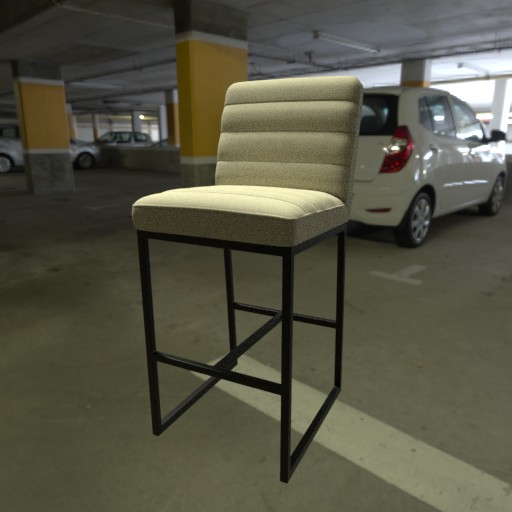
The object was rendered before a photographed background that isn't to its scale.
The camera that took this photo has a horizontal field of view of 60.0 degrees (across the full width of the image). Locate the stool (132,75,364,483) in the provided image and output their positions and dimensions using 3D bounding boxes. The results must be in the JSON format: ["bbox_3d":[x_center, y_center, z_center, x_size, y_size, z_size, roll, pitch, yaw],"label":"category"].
[{"bbox_3d":[0.000,0.000,1.320,0.460,1.040,0.560,7,17,26],"label":"stool"}]
